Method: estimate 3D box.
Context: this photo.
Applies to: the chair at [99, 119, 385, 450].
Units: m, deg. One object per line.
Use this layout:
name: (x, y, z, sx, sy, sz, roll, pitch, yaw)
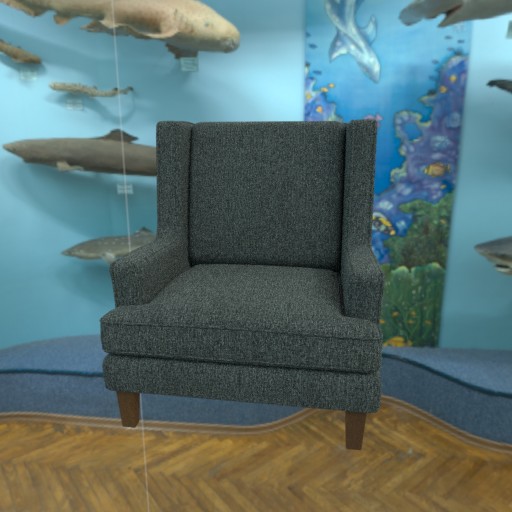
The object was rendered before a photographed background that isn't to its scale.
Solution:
chair: (0.000, 0.000, 1.796, 0.942, 1.082, 0.927, 2, 14, 9)
